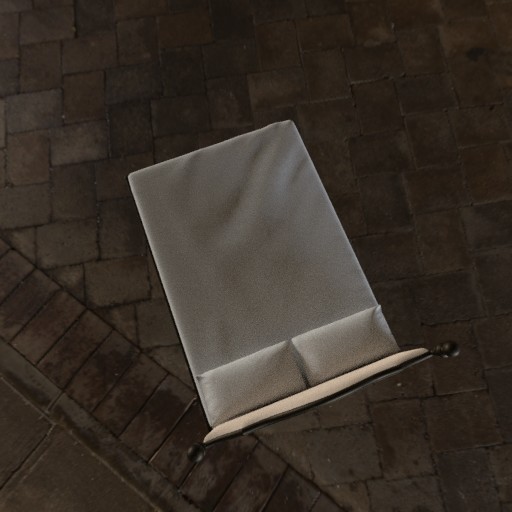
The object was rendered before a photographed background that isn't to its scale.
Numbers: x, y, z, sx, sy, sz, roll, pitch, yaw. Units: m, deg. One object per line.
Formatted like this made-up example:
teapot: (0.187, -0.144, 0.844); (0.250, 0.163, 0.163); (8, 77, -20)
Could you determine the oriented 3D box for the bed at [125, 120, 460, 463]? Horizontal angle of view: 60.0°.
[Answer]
bed: (0.000, 0.000, 3.226); (1.533, 1.462, 2.170); (-20, 75, -6)
